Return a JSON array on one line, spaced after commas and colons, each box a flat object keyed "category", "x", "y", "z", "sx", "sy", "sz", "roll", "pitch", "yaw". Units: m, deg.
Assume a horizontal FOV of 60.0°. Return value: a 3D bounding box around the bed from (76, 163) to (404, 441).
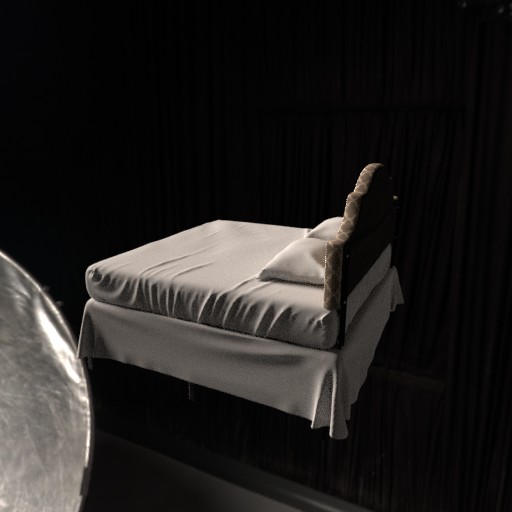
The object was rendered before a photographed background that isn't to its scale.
[{"category": "bed", "x": 0.000, "y": 0.000, "z": 3.777, "sx": 2.222, "sy": 1.601, "sz": 2.314, "roll": 8, "pitch": 18, "yaw": 25}]
